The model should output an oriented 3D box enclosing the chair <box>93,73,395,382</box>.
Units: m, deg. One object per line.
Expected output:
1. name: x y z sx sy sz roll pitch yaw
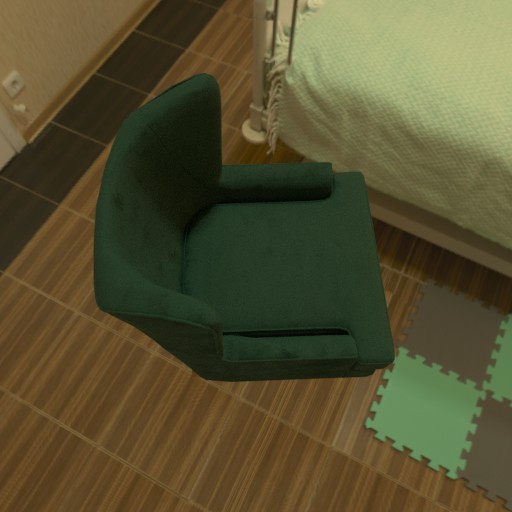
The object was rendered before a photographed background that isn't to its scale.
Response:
1. chair: 0.000 0.000 1.585 0.910 0.952 0.793 -2 65 -1
